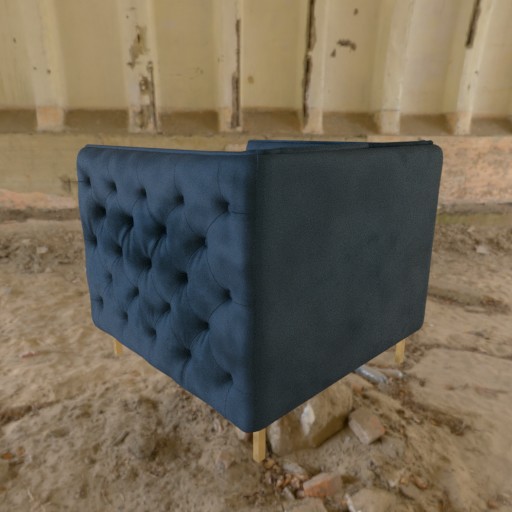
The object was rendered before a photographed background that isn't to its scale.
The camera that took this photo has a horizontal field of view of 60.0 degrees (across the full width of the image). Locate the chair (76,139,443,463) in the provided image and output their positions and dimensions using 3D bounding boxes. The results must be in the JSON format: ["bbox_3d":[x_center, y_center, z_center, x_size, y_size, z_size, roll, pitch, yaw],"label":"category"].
[{"bbox_3d":[0.000,0.000,1.513,0.868,0.771,0.877,-15,22,-42],"label":"chair"}]
